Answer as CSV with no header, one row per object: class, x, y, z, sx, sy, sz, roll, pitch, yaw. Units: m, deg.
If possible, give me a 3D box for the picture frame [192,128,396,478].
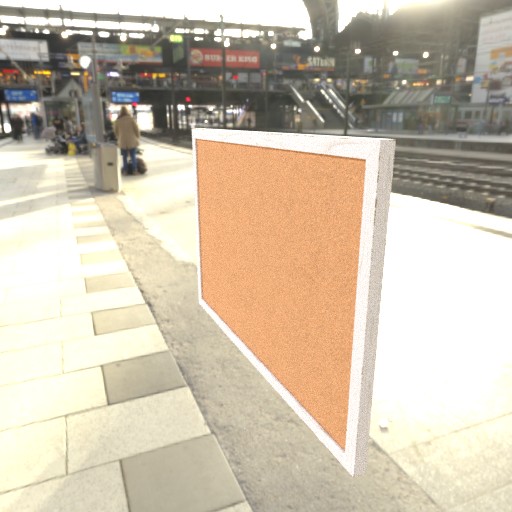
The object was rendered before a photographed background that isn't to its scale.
picture frame,0.000,0.000,1.186,0.029,0.640,0.950,-8,19,-24
